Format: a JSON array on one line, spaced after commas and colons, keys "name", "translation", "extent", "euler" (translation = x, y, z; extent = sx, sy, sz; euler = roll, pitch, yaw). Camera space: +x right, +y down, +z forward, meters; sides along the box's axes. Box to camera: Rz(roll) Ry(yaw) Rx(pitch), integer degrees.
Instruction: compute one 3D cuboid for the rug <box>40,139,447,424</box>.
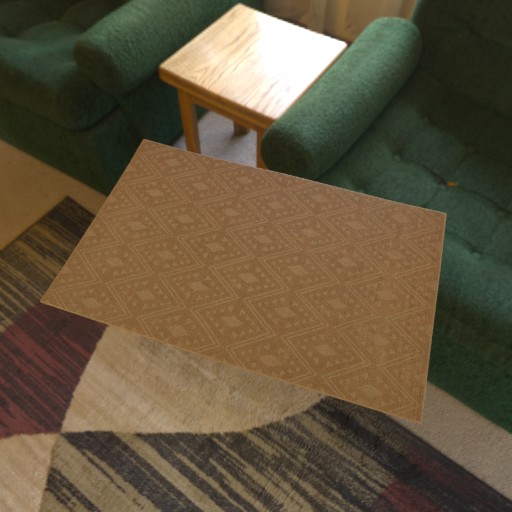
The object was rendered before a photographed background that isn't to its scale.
[{"name": "rug", "translation": [0.000, 0.000, 3.047], "extent": [2.430, 0.053, 1.553], "euler": [15, 59, 9]}]
